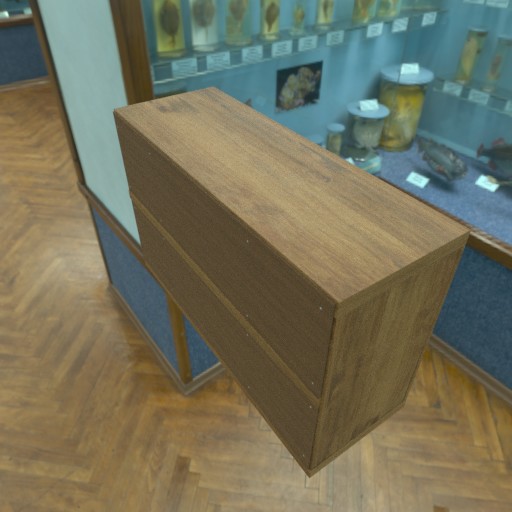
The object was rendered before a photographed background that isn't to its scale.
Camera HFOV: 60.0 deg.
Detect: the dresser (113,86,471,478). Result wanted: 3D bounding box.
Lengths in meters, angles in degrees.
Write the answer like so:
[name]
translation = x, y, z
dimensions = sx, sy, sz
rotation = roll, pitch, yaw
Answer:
[dresser]
translation = 0.000, 0.000, 1.664
dimensions = 0.479, 0.825, 1.261
rotation = -24, 45, -26
